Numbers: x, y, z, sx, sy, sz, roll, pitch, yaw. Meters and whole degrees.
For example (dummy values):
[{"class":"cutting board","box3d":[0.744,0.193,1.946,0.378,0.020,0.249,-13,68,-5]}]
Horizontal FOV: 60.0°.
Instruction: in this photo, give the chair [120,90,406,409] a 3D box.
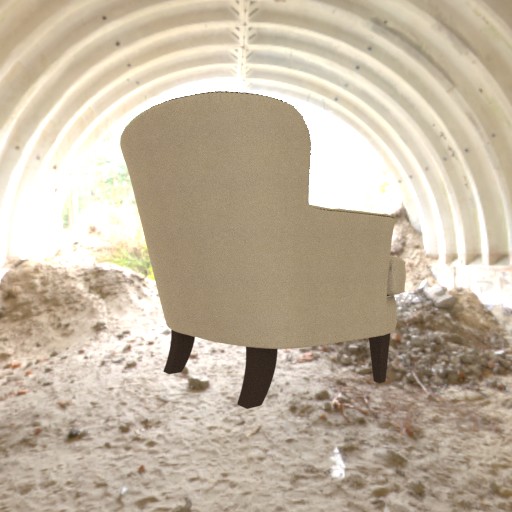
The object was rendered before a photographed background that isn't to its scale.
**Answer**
[{"class":"chair","box3d":[0.000,0.000,1.596,0.906,0.868,0.848,1,-1,-37]}]
